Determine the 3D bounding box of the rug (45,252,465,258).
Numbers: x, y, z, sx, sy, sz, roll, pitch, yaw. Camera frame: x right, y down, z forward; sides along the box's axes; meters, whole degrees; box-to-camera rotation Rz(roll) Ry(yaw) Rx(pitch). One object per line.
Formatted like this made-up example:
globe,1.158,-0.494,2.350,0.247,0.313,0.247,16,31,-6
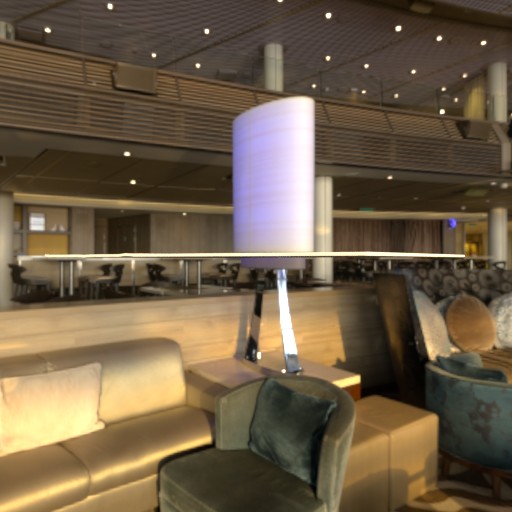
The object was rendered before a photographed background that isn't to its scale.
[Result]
rug,0.000,0.000,4.796,3.659,0.037,2.734,0,0,36
